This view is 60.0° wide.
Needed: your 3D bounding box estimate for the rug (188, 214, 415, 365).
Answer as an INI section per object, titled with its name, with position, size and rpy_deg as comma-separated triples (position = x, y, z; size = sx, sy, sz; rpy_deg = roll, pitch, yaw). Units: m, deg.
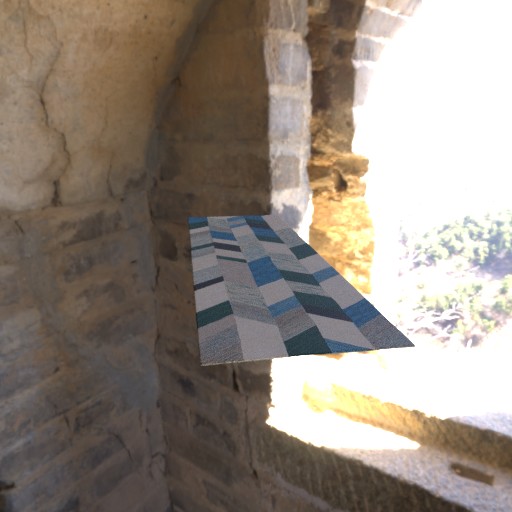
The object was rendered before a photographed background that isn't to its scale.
[rug]
position = 0.000, 0.000, 2.666
size = 0.774, 0.008, 2.437
rpy_deg = -3, 17, -9
